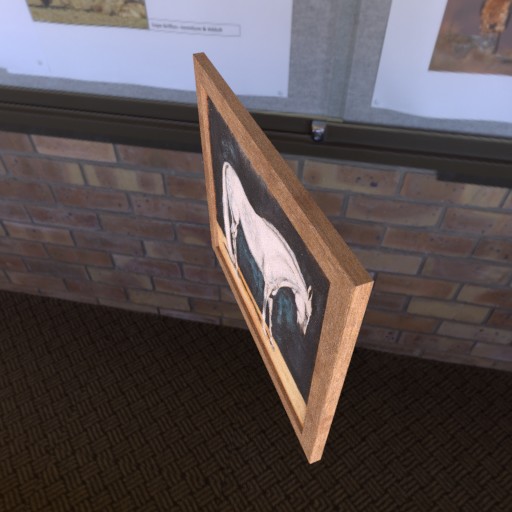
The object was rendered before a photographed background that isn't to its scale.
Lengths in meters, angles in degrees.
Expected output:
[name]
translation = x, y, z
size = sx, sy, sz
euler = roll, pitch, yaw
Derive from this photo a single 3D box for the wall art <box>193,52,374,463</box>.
[wall art]
translation = 0.000, 0.000, 0.944
size = 0.026, 0.588, 0.690
euler = -16, 49, -14
